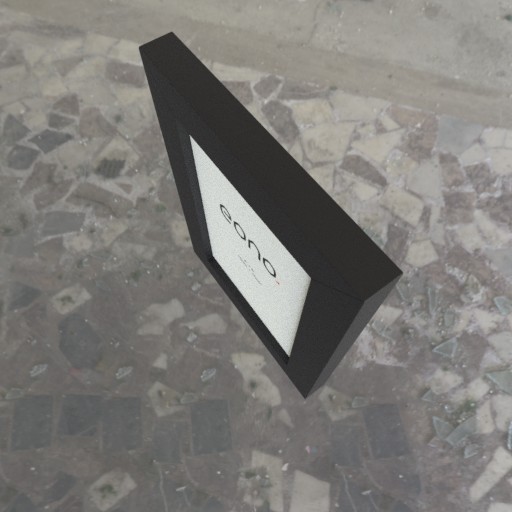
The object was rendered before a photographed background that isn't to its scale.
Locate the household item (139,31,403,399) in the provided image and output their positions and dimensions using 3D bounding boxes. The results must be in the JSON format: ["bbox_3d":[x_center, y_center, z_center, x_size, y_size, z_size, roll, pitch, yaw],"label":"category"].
[{"bbox_3d":[0.000,0.000,0.233,0.022,0.178,0.133,-33,68,-15],"label":"household item"}]
